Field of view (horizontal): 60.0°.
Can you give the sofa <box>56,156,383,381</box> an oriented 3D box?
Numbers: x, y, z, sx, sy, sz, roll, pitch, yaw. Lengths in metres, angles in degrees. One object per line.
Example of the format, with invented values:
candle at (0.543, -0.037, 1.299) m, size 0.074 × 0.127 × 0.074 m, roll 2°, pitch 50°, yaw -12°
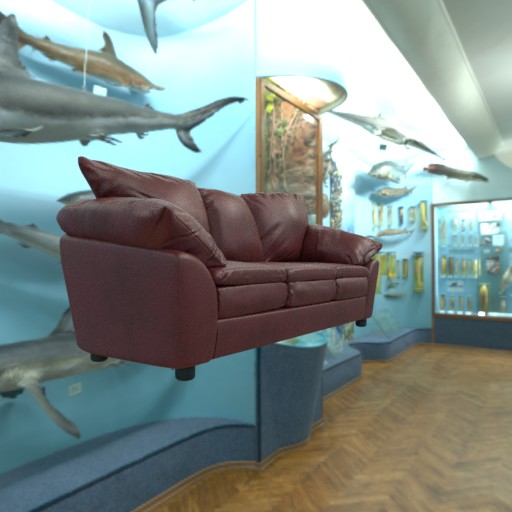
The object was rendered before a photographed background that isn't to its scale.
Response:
sofa at (0.000, 0.000, 2.900) m, size 0.907 × 1.091 × 2.390 m, roll -1°, pitch -1°, yaw 36°
